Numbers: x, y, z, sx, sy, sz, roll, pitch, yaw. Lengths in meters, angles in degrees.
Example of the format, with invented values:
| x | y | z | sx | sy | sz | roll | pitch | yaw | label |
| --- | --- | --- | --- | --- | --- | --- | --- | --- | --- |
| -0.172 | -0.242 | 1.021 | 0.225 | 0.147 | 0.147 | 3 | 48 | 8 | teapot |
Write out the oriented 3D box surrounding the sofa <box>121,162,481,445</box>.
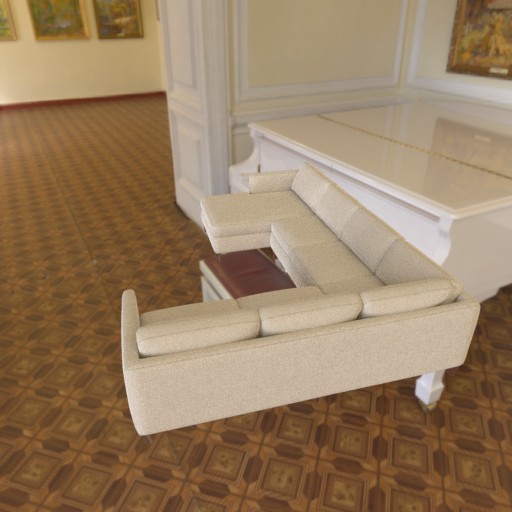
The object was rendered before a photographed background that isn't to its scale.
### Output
| x | y | z | sx | sy | sz | roll | pitch | yaw | label |
| --- | --- | --- | --- | --- | --- | --- | --- | --- | --- |
| 0.000 | 0.000 | 4.377 | 2.551 | 0.853 | 3.238 | -8 | 30 | -13 | sofa |
